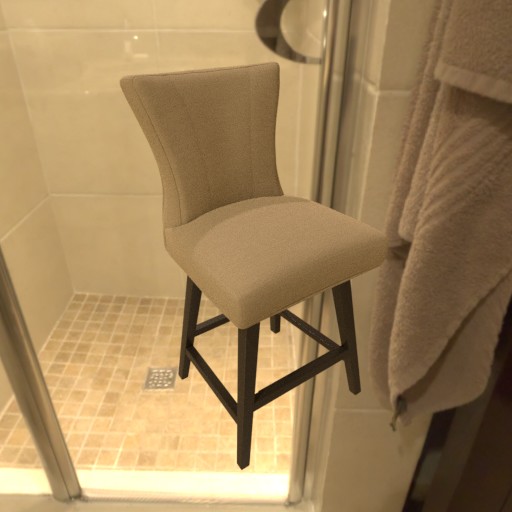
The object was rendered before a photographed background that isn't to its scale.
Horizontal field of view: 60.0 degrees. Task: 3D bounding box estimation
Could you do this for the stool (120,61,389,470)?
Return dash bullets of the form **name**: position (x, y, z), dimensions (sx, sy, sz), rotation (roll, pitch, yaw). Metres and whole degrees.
- **stool**: position (0.000, 0.000, 1.328), dimensions (0.514, 1.000, 0.574), rotation (-20, 36, -30)
